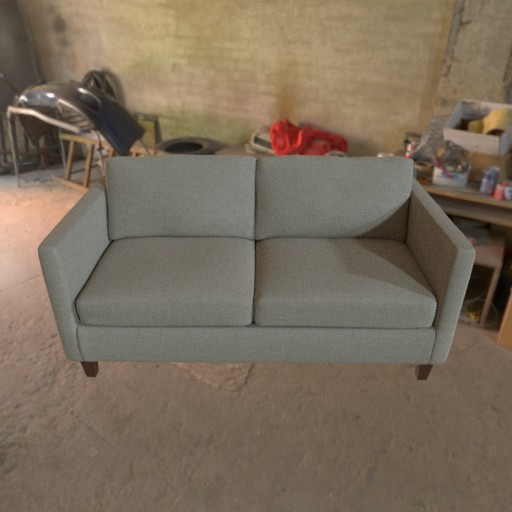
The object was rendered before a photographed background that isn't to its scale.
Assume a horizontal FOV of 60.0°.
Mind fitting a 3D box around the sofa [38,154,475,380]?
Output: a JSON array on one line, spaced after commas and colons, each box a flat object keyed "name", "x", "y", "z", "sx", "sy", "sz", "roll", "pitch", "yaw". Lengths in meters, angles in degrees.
[{"name": "sofa", "x": 0.000, "y": 0.000, "z": 2.380, "sx": 1.884, "sy": 0.947, "sz": 0.951, "roll": 0, "pitch": 30, "yaw": 1}]
